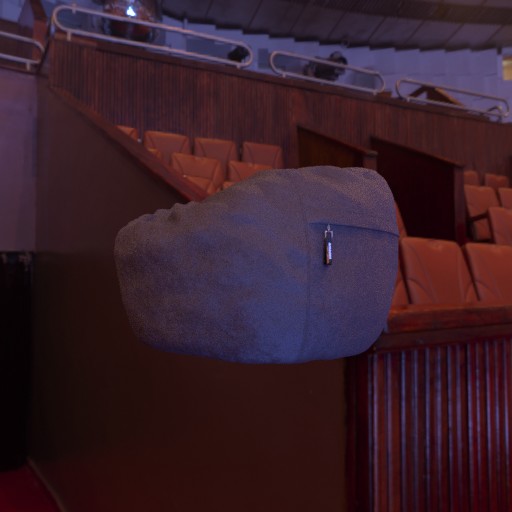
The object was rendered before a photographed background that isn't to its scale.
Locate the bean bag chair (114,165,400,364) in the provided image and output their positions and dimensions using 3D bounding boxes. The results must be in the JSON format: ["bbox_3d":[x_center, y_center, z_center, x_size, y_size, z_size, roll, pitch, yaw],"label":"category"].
[{"bbox_3d":[0.000,0.000,2.053,1.245,0.821,1.245,0,-3,0],"label":"bean bag chair"}]
